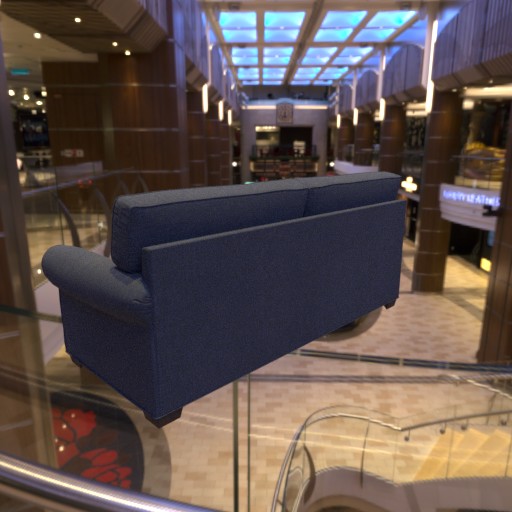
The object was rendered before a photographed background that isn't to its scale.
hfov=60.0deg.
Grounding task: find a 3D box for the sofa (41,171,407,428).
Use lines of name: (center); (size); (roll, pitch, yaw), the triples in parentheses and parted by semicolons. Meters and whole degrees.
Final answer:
sofa: (0.000, 0.000, 2.870); (0.954, 1.026, 2.391); (14, 20, 43)
